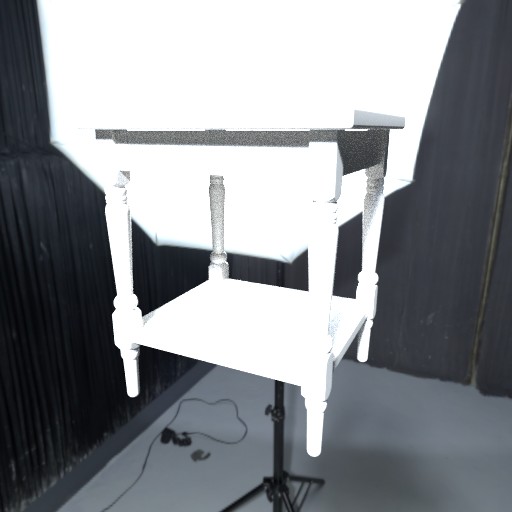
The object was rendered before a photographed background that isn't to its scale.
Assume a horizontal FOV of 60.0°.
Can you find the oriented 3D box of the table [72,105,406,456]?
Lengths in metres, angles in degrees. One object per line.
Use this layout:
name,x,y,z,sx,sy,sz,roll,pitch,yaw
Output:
table,0.000,0.000,0.922,0.488,0.565,0.442,8,18,25
